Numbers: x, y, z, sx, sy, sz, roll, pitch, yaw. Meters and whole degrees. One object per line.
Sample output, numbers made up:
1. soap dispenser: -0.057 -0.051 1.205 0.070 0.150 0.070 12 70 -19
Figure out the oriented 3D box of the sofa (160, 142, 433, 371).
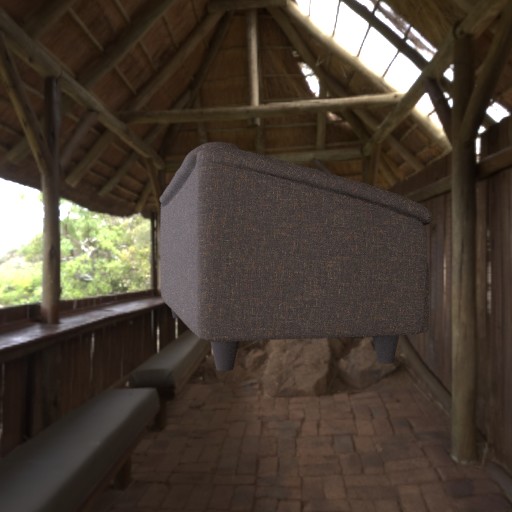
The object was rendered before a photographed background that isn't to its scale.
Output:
1. sofa: 0.000 0.000 2.286 0.887 0.790 1.849 0 0 -17
